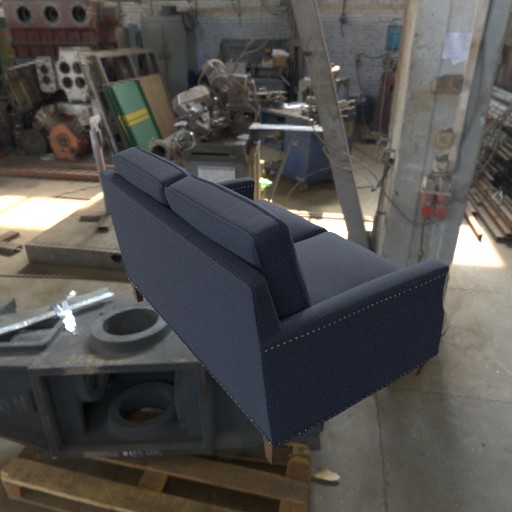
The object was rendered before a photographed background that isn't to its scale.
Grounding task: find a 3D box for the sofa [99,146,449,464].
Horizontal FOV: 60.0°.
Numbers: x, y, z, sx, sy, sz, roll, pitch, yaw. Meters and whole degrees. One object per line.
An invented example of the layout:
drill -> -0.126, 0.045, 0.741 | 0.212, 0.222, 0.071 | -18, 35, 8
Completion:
sofa -> 0.000, 0.000, 2.293 | 1.084, 1.003, 1.597 | -17, 31, -30
